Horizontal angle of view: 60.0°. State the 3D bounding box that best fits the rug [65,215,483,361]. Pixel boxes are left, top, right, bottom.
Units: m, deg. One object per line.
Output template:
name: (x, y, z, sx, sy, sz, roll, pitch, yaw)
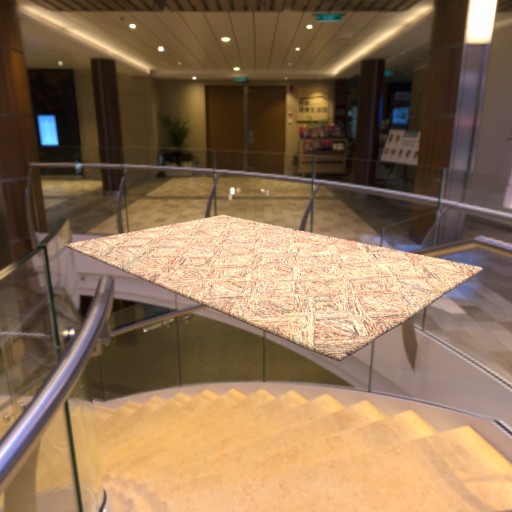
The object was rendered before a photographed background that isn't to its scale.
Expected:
rug: (0.000, 0.000, 2.191, 1.761, 0.014, 1.143, 15, 22, 42)
